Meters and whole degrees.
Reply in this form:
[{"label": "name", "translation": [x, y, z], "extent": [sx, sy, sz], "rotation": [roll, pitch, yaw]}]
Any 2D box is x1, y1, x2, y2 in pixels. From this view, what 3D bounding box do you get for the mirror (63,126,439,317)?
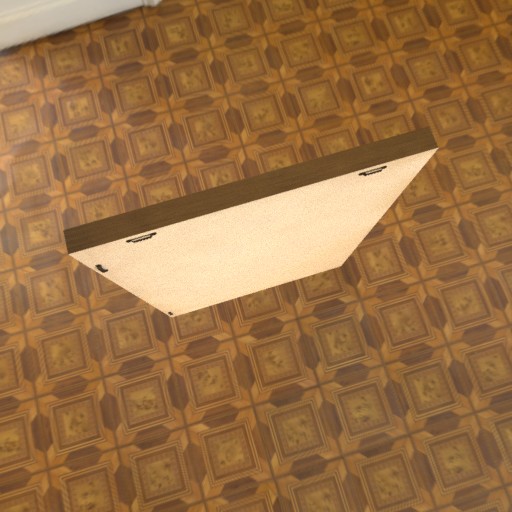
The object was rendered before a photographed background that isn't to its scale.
[{"label": "mirror", "translation": [0.000, 0.000, 0.926], "extent": [0.508, 0.711, 0.039], "rotation": [-17, 76, -4]}]
